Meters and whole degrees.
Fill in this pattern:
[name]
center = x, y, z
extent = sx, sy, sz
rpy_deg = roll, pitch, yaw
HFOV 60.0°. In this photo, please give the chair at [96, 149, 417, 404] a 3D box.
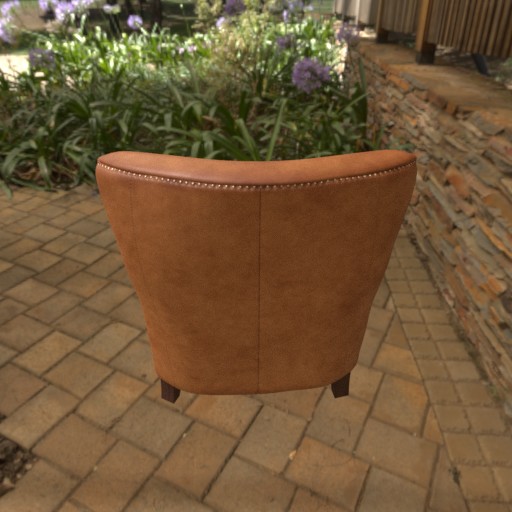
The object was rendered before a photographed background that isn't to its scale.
[chair]
center = 0.000, 0.000, 1.605
extent = 0.861, 0.936, 0.921
rpy_deg = -1, 29, -1
